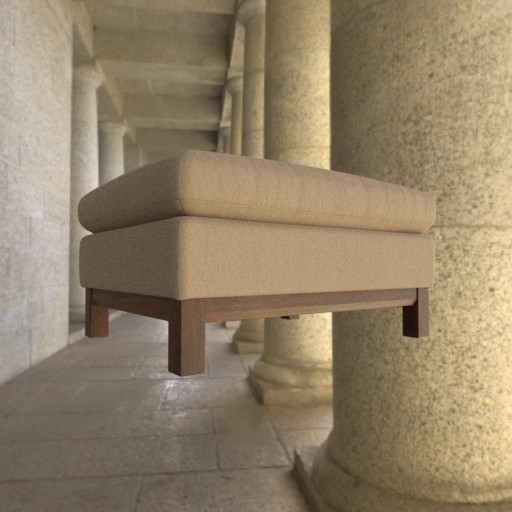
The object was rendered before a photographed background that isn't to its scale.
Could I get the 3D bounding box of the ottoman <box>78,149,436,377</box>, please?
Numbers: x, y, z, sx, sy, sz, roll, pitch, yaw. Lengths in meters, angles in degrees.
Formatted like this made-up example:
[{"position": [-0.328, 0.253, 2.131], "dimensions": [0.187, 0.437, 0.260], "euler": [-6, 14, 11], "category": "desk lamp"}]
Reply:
[{"position": [0.000, 0.000, 1.162], "dimensions": [0.771, 0.420, 0.606], "euler": [1, -2, -37], "category": "ottoman"}]
